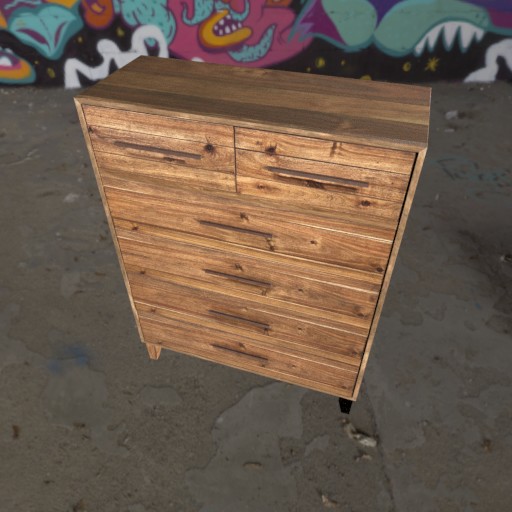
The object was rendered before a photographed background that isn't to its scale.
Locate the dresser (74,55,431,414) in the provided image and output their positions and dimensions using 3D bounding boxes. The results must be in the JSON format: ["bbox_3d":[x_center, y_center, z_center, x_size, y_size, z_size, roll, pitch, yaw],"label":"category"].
[{"bbox_3d":[0.000,0.000,1.875,1.062,1.393,0.442,12,43,13],"label":"dresser"}]
